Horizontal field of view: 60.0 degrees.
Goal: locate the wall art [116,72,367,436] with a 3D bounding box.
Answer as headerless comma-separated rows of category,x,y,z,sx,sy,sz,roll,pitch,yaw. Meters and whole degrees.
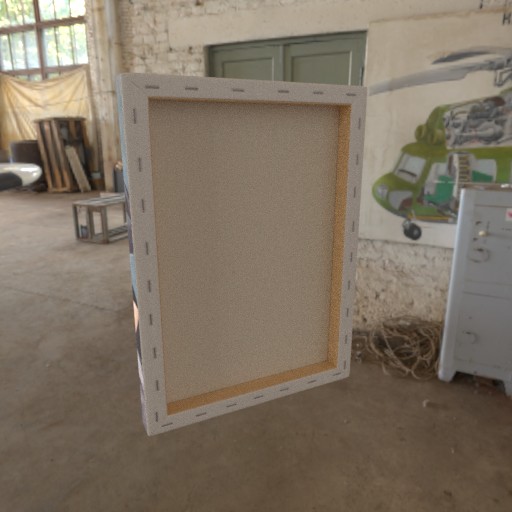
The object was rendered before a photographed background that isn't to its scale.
wall art,0.000,0.000,0.831,0.455,0.613,0.037,-8,17,-26
